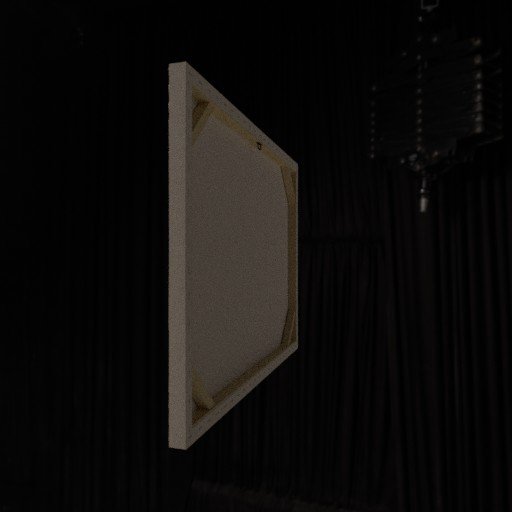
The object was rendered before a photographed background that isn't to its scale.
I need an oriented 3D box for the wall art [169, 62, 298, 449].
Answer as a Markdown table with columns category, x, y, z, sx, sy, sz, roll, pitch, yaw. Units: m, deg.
| category | x | y | z | sx | sy | sz | roll | pitch | yaw |
| --- | --- | --- | --- | --- | --- | --- | --- | --- | --- |
| wall art | 0.000 | 0.000 | 1.359 | 0.038 | 0.762 | 1.016 | 0 | 0 | 18 |
